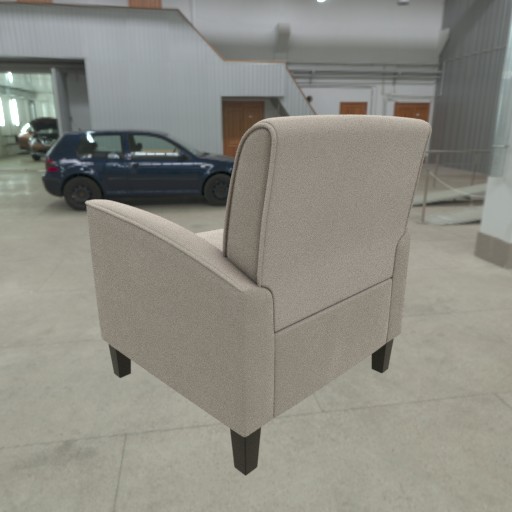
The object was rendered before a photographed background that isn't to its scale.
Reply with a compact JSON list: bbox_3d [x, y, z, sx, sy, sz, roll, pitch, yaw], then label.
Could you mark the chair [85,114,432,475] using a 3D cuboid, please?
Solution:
[{"bbox_3d":[0.000,0.000,1.519,0.820,0.915,0.820,16,23,42],"label":"chair"}]
